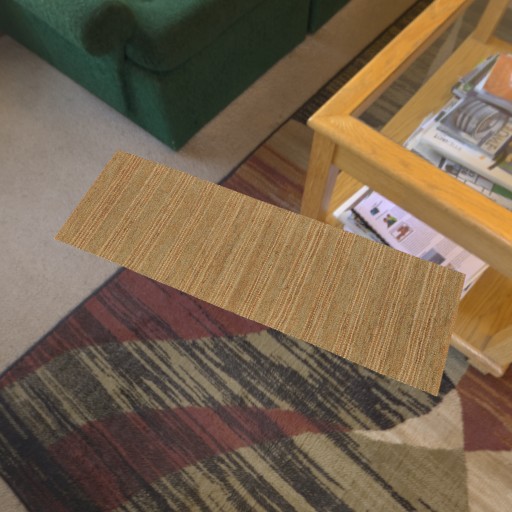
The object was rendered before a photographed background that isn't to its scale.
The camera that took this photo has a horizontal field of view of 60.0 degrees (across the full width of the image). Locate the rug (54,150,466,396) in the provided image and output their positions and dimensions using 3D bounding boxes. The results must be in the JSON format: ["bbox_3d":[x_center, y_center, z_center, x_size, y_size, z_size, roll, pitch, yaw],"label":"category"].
[{"bbox_3d":[0.000,0.000,2.741,2.438,0.006,0.783,21,65,10],"label":"rug"}]
